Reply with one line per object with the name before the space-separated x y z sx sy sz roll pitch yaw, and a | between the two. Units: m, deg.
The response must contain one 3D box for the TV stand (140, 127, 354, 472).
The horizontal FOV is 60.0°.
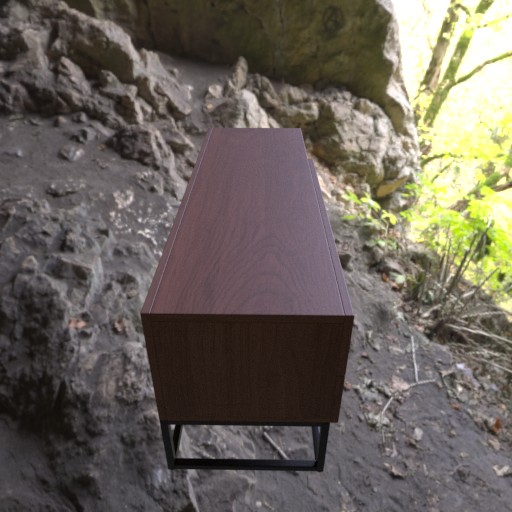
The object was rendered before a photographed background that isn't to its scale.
TV stand | 0.000 0.000 1.465 0.415 0.500 1.200 0 32 1
